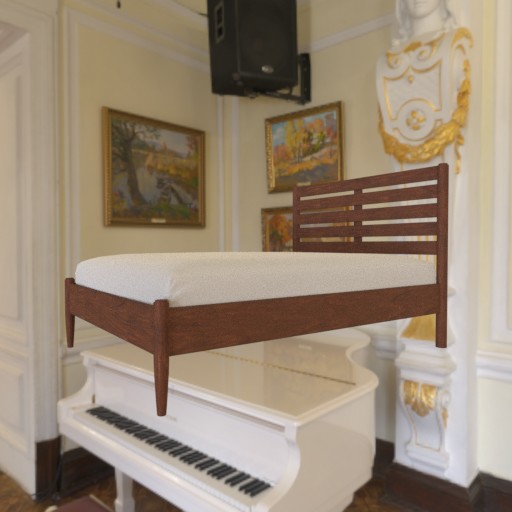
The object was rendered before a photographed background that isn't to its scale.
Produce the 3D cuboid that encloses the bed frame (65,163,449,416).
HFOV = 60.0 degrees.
[{"bbox_3d":[0.000,0.000,3.187,2.234,1.321,1.655,-1,2,-36],"label":"bed frame"}]
